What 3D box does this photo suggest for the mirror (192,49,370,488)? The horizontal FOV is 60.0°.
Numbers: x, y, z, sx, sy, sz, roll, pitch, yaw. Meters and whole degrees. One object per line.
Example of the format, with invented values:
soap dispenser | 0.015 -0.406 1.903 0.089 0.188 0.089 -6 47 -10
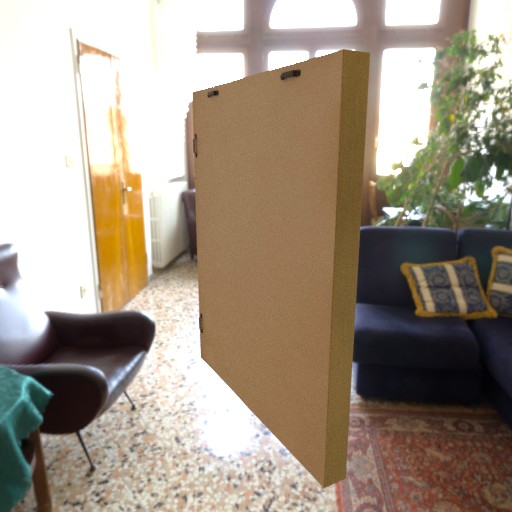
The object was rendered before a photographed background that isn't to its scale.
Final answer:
mirror | 0.000 0.000 0.672 0.041 0.508 0.405 -8 16 -28
